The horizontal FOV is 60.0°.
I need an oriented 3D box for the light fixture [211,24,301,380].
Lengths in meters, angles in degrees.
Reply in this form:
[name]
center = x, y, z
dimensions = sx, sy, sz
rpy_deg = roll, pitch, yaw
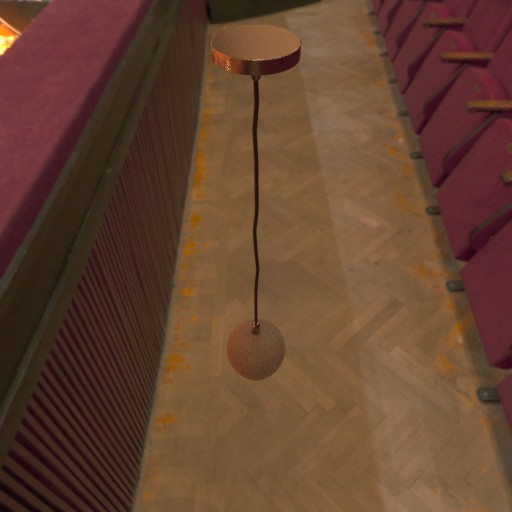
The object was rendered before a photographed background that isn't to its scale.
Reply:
[light fixture]
center = 0.000, 0.000, 0.818
dimensions = 0.139, 0.764, 0.139
rpy_deg = 3, 47, 3
